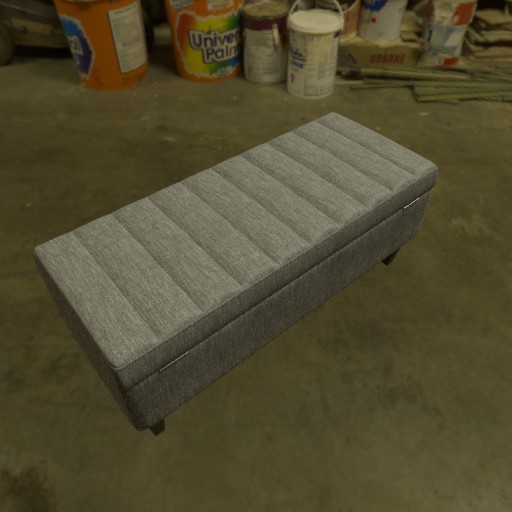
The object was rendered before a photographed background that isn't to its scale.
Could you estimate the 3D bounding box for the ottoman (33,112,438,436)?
[{"bbox_3d":[0.000,0.000,1.423,1.151,0.469,0.482,-31,53,-26],"label":"ottoman"}]
